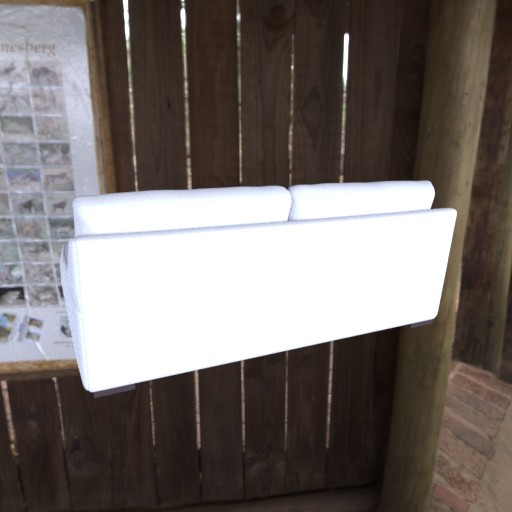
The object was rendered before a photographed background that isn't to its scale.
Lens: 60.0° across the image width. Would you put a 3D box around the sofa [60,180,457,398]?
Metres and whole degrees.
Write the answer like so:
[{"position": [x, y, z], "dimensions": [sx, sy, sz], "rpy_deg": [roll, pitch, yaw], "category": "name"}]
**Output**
[{"position": [0.000, 0.000, 2.788], "dimensions": [2.261, 0.940, 1.143], "rpy_deg": [-6, 15, -24], "category": "sofa"}]
